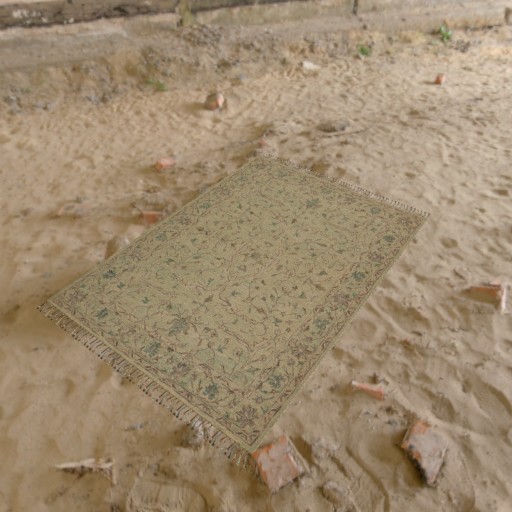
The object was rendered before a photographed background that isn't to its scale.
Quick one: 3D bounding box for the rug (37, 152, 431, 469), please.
[{"bbox_3d":[0.000,0.000,2.328,1.247,0.008,1.802,27,49,26],"label":"rug"}]
